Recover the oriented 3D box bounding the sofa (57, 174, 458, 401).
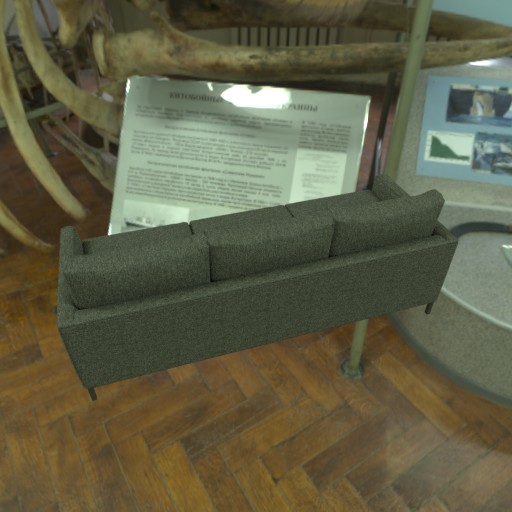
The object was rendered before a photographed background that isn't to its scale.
[{"bbox_3d":[0.000,0.000,2.754,2.253,0.879,0.876,-11,41,-14],"label":"sofa"}]
